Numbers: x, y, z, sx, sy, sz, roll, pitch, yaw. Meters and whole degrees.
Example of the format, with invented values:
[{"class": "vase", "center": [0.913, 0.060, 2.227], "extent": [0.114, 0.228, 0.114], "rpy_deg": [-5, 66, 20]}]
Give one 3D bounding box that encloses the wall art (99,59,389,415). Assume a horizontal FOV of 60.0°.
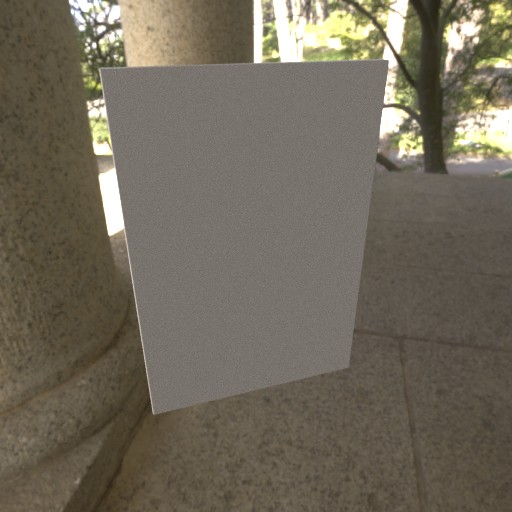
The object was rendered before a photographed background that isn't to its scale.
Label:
[{"class": "wall art", "center": [0.000, 0.000, 1.017], "extent": [0.556, 0.813, 0.026], "rpy_deg": [-9, 30, -16]}]
